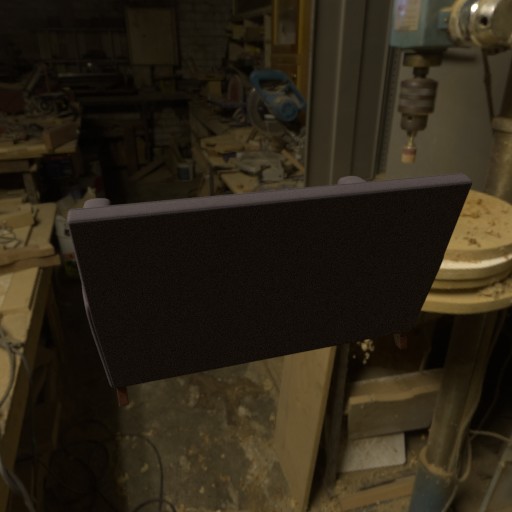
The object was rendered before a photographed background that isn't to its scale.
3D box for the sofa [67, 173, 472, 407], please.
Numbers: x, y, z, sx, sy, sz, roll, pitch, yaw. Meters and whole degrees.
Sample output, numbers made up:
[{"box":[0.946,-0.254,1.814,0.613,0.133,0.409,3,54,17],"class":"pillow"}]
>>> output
[{"box":[0.000,0.000,1.946,1.420,0.846,0.871,-7,27,-15],"class":"sofa"}]
